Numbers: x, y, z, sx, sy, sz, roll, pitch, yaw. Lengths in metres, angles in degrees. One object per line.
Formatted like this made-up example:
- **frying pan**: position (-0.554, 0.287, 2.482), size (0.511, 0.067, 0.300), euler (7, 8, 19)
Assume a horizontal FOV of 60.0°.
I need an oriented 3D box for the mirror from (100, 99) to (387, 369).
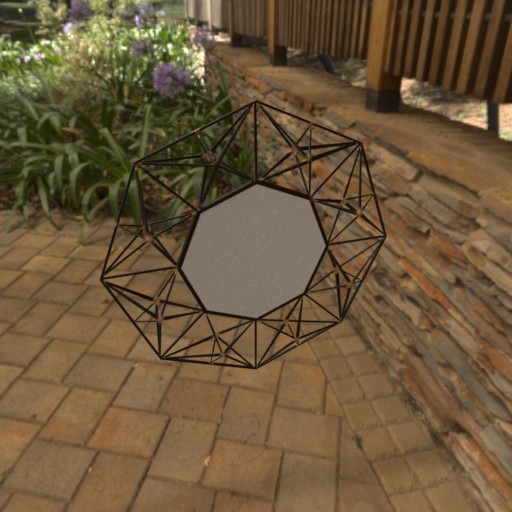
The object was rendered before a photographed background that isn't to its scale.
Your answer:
- **mirror**: position (0.000, 0.000, 1.054), size (0.710, 0.710, 0.094), euler (-9, 30, -16)
